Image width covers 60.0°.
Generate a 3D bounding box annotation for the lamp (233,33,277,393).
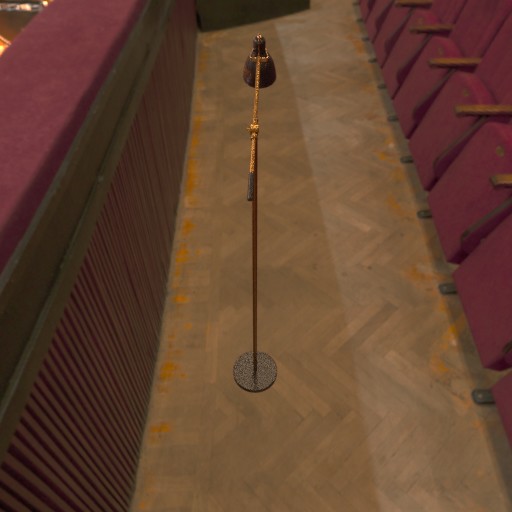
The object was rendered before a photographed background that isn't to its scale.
[{"bbox_3d":[0.000,0.000,1.855,0.235,1.628,0.618,2,46,2],"label":"lamp"}]
